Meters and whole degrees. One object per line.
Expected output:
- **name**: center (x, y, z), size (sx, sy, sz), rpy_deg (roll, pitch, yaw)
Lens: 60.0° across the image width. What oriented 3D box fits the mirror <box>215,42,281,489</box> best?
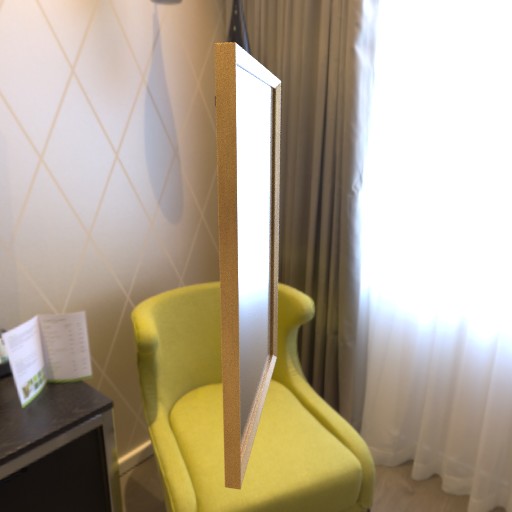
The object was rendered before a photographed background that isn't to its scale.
- **mirror**: center (0.000, 0.000, 1.159), size (0.041, 0.915, 0.609), rpy_deg (3, 16, 10)
